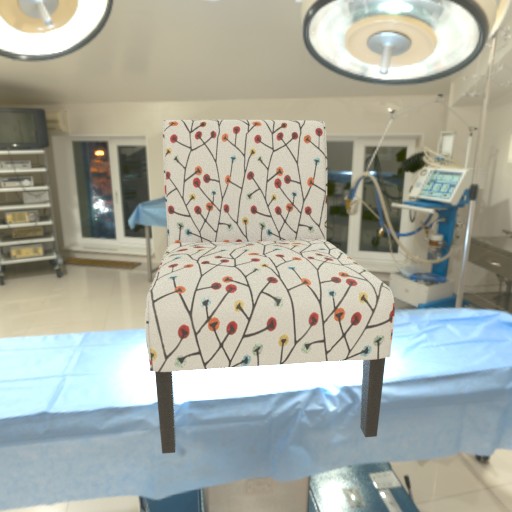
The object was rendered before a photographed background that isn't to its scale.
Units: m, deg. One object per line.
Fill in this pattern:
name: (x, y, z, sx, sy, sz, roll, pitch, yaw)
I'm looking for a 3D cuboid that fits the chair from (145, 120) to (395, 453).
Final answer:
chair: (0.000, 0.000, 1.348, 0.597, 0.813, 0.732, -2, 15, -7)
